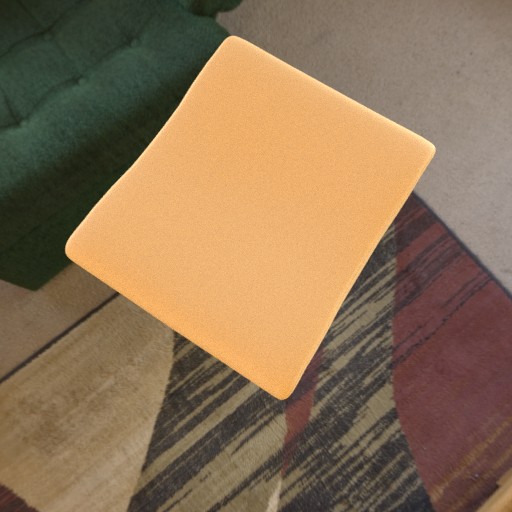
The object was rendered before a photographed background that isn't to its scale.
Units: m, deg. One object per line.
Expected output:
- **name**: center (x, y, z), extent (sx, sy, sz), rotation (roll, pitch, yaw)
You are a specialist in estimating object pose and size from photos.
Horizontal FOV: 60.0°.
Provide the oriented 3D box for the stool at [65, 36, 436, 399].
- **stool**: center (0.000, 0.000, 1.037), extent (0.401, 0.762, 0.471), rotation (32, 78, 8)
